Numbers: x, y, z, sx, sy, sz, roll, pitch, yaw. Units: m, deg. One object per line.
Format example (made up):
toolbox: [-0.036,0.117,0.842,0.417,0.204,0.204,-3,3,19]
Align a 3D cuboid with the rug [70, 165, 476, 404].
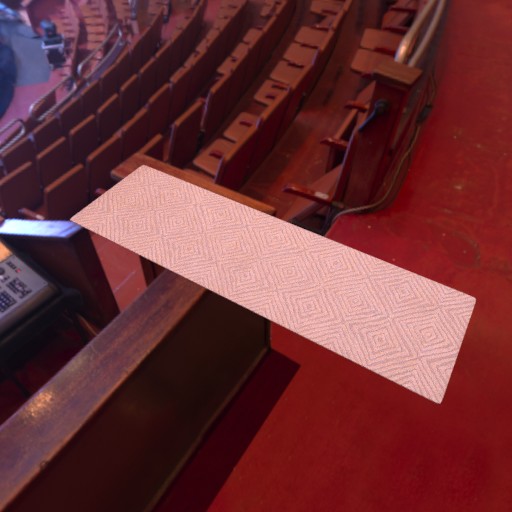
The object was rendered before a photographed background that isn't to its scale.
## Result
rug: [0.000,0.000,2.516,2.277,0.008,0.676,24,51,21]
